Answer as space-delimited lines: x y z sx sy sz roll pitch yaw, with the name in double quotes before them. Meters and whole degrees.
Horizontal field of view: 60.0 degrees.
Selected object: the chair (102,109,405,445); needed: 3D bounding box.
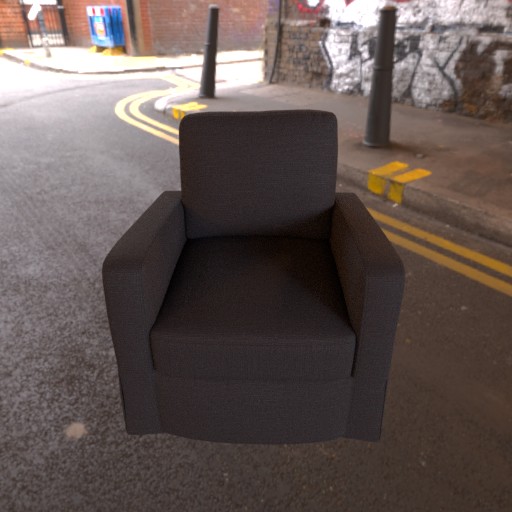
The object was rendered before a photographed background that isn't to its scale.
"chair" 0.000 0.000 1.514 0.798 0.855 0.863 1 29 2
